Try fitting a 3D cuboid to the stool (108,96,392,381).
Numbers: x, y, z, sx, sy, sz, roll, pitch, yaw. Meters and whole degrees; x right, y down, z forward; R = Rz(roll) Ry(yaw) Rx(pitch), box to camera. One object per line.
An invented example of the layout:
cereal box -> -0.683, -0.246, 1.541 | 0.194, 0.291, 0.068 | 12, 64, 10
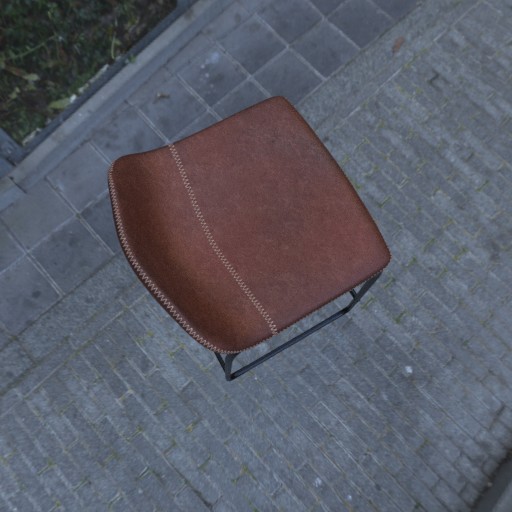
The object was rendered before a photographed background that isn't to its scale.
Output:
stool -> 0.000, 0.000, 1.121 | 0.473, 0.830, 0.454 | -29, 77, -8
